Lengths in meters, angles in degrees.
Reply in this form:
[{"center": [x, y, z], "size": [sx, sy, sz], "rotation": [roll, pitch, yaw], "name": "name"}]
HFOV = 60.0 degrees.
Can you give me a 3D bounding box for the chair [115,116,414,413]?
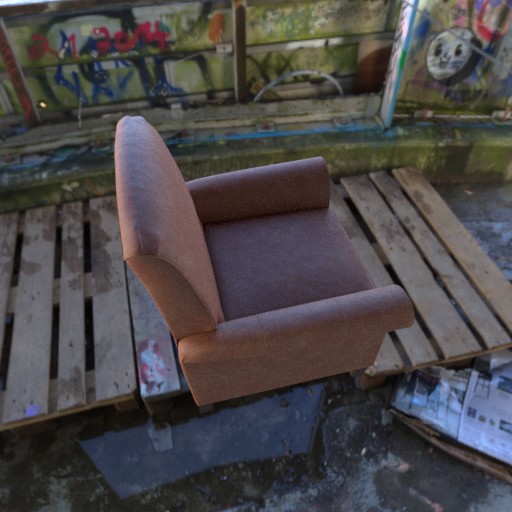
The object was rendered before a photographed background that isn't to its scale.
[{"center": [0.000, 0.000, 1.807], "size": [0.902, 1.061, 0.978], "rotation": [-10, 47, -9], "name": "chair"}]
